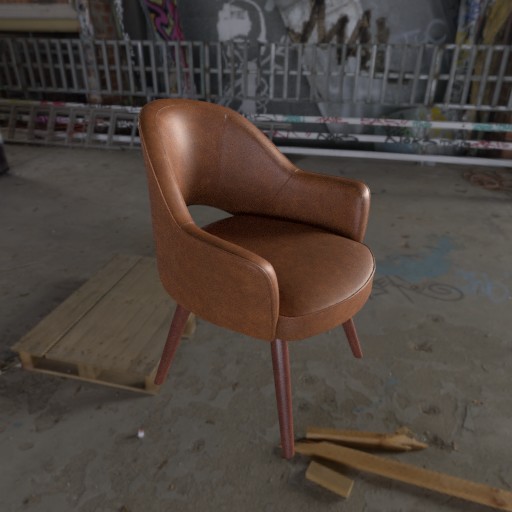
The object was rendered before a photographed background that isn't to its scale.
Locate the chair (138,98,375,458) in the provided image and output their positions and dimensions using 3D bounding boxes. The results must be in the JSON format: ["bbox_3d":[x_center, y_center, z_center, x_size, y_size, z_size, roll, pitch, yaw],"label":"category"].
[{"bbox_3d":[0.000,0.000,1.227,0.640,0.777,0.591,17,32,30],"label":"chair"}]
